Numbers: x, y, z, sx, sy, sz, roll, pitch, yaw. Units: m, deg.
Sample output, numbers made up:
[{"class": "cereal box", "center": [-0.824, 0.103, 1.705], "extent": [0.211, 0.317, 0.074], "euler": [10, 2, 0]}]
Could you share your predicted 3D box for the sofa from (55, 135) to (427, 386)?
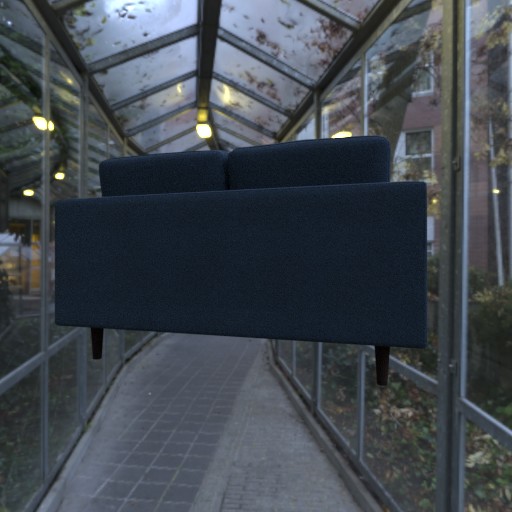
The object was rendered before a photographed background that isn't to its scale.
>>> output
[{"class": "sofa", "center": [0.000, 0.000, 2.155], "extent": [1.518, 0.930, 0.999], "euler": [0, 0, 19]}]
